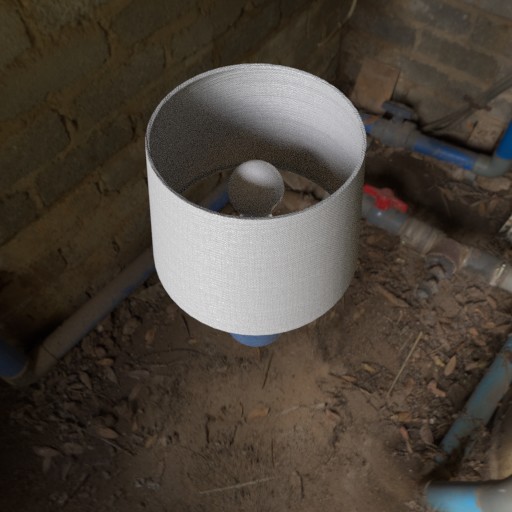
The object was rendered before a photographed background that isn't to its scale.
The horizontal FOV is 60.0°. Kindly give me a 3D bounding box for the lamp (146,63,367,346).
[{"bbox_3d":[0.000,0.000,0.584,0.253,0.428,0.253,0,58,0],"label":"lamp"}]
